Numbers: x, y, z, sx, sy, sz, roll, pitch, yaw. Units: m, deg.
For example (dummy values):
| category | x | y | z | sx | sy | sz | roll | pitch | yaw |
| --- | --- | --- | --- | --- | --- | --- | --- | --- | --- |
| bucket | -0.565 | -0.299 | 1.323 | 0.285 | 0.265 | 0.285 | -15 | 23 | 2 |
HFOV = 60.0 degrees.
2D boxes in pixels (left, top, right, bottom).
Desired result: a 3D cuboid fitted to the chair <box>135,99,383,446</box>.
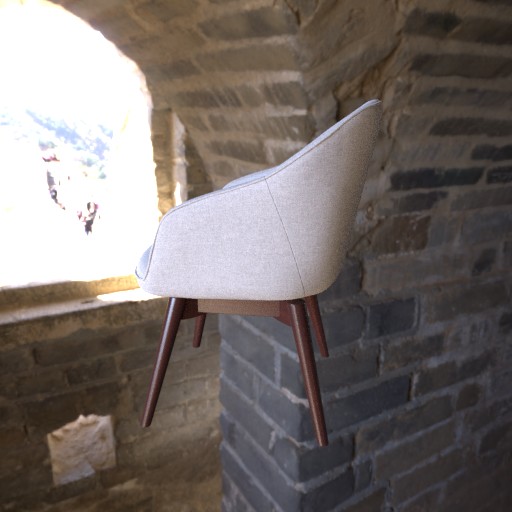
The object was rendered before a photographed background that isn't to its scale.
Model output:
| category | x | y | z | sx | sy | sz | roll | pitch | yaw |
| --- | --- | --- | --- | --- | --- | --- | --- | --- | --- |
| chair | 0.000 | 0.000 | 1.251 | 0.635 | 0.823 | 0.596 | 2 | 15 | 9 |
